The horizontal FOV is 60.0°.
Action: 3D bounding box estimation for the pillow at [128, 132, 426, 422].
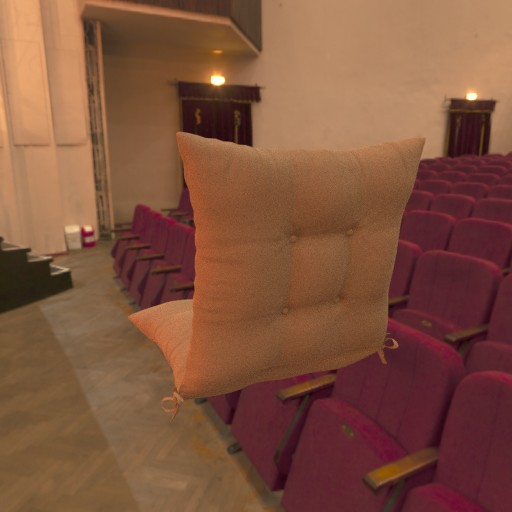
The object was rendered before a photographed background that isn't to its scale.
[{"bbox_3d":[0.000,0.000,1.032,0.541,0.536,0.585,-7,15,-26],"label":"pillow"}]
